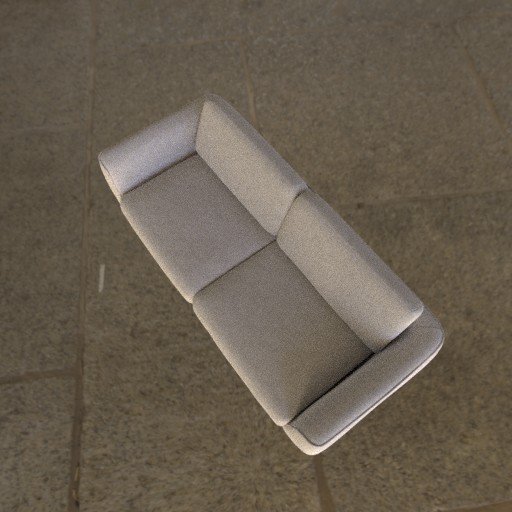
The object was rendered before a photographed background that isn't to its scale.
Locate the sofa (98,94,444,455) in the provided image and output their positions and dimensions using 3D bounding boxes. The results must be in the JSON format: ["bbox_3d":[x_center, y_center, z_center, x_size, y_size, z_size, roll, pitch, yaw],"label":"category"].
[{"bbox_3d":[0.000,0.000,2.491,0.920,0.850,2.000,-34,68,-16],"label":"sofa"}]
